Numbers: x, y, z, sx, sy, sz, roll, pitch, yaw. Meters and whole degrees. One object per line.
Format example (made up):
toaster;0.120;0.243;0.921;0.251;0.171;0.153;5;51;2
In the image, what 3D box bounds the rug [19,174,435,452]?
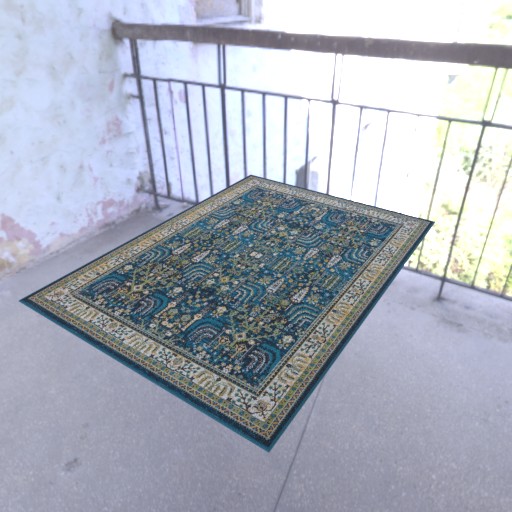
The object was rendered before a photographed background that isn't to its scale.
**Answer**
rug;0.000;0.000;3.847;2.226;0.015;3.044;20;37;28
